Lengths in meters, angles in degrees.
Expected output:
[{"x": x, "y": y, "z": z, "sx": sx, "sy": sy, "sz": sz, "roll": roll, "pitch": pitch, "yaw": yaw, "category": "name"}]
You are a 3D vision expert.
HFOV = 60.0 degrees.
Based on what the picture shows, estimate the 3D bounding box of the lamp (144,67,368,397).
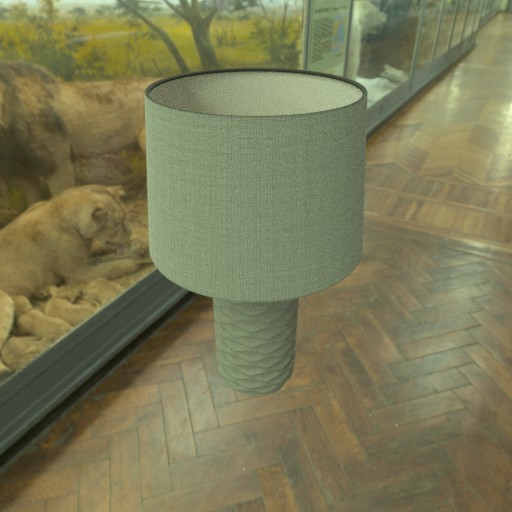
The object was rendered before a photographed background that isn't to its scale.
[{"x": 0.000, "y": 0.000, "z": 0.817, "sx": 0.376, "sy": 0.594, "sz": 0.376, "roll": 0, "pitch": 32, "yaw": 0, "category": "lamp"}]
